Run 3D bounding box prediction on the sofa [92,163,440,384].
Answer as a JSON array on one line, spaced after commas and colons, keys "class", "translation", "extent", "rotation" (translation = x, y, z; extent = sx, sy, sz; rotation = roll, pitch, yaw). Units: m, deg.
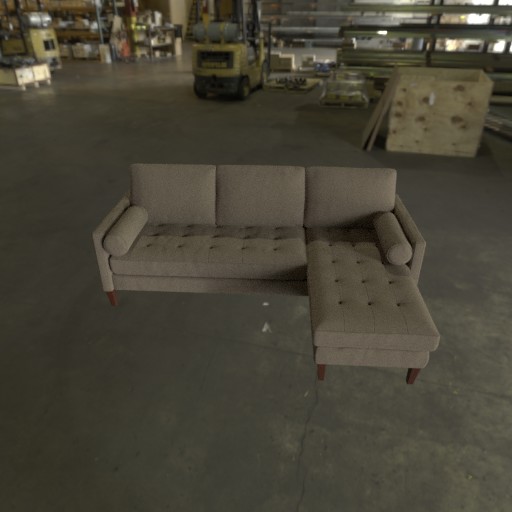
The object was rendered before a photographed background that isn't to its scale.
[{"class": "sofa", "translation": [0.000, 0.000, 2.994], "extent": [2.178, 0.875, 1.506], "rotation": [2, 30, 3]}]
